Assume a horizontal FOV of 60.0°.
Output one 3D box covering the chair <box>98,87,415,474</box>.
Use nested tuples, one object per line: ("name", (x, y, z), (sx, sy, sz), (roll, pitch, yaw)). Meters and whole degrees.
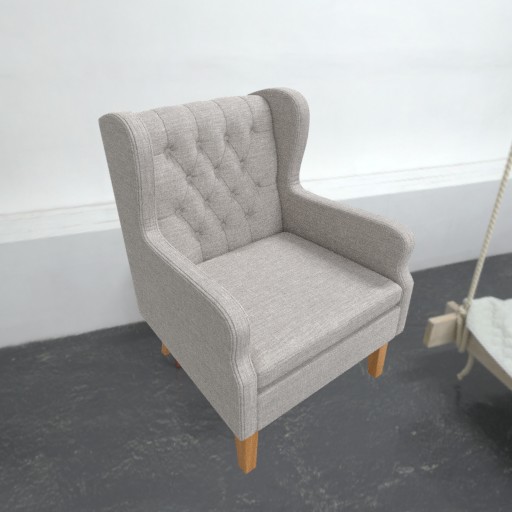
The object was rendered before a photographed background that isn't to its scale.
("chair", (0.000, 0.000, 1.463), (0.710, 0.930, 0.760), (-22, 37, -33))
